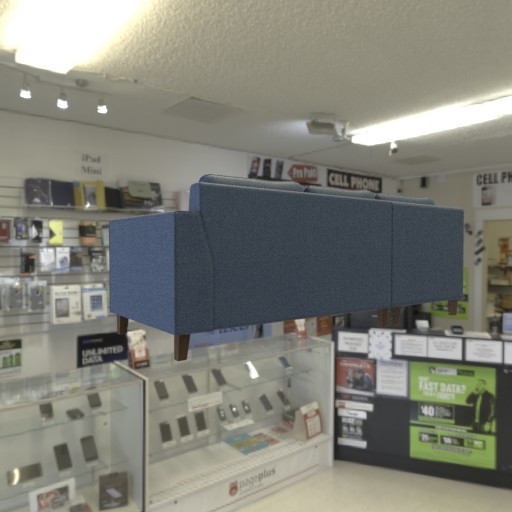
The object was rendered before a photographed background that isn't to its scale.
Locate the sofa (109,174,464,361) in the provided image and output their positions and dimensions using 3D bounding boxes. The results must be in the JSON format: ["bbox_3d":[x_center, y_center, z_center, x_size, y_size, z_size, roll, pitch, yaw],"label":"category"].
[{"bbox_3d":[0.000,0.000,3.067,2.120,0.787,1.829,-1,1,-36],"label":"sofa"}]
